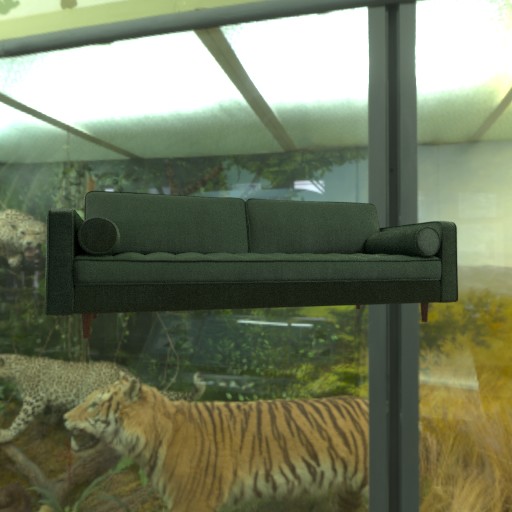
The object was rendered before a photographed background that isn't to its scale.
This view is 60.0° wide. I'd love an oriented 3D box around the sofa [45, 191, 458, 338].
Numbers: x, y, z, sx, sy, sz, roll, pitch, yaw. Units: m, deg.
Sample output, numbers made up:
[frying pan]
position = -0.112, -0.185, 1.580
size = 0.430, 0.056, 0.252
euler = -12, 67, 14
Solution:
[sofa]
position = 0.000, 0.000, 2.656
size = 2.199, 0.769, 0.918
euler = 0, -1, -17
